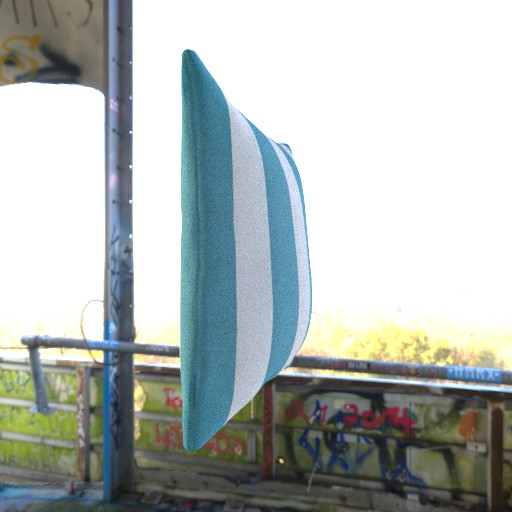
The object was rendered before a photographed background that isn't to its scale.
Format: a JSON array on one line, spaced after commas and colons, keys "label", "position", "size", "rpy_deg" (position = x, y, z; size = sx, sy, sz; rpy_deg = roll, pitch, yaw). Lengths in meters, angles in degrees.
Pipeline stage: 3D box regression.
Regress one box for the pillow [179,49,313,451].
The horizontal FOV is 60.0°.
[{"label": "pillow", "position": [0.000, 0.000, 0.807], "size": [0.189, 0.526, 0.536], "rpy_deg": [0, 0, 17]}]
